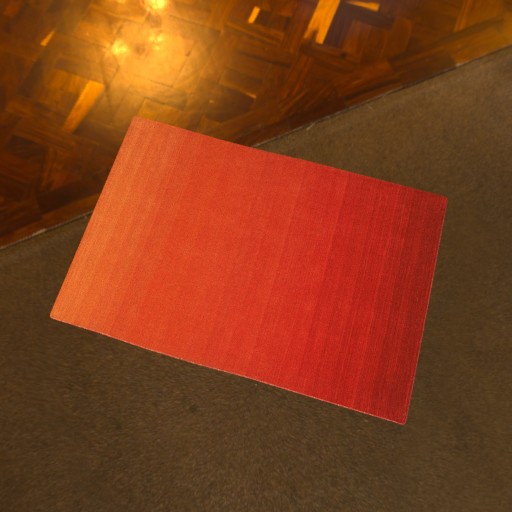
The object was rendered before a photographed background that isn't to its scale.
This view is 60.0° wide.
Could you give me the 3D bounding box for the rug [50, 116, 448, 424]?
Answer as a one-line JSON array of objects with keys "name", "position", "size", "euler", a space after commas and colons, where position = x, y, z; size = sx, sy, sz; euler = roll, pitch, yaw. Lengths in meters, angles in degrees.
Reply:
[{"name": "rug", "position": [0.000, 0.000, 2.339], "size": [1.835, 0.018, 1.230], "euler": [16, 74, 4]}]
